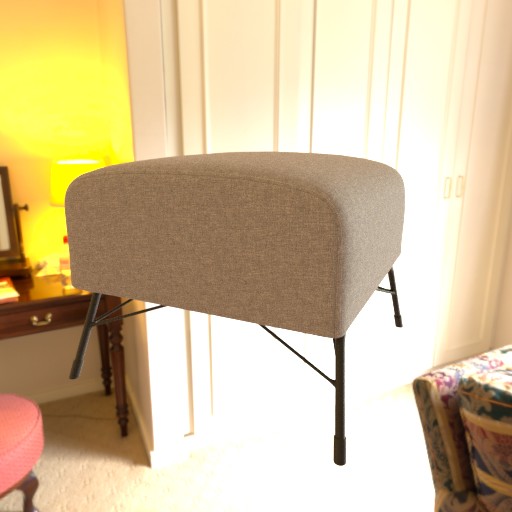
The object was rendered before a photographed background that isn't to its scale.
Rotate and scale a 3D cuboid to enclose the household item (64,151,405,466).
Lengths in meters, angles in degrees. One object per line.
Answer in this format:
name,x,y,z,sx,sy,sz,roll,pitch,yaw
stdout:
household item,0.000,0.000,0.895,0.530,0.410,0.530,7,16,25
